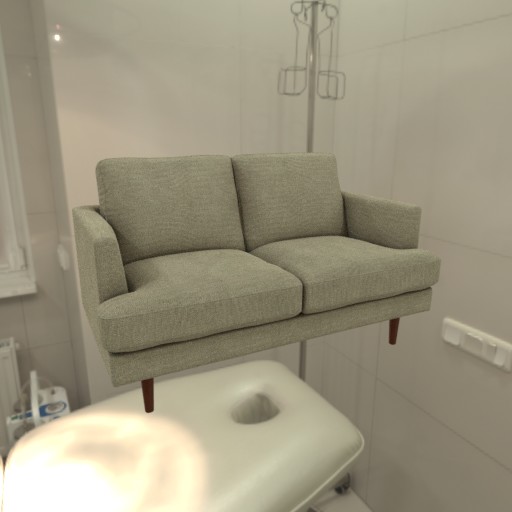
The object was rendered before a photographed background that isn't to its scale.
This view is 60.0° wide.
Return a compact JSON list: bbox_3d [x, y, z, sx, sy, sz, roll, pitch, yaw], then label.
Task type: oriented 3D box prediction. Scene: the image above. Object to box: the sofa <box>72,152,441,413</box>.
[{"bbox_3d":[0.000,0.000,2.153,1.582,0.944,0.903,-8,17,-26],"label":"sofa"}]
